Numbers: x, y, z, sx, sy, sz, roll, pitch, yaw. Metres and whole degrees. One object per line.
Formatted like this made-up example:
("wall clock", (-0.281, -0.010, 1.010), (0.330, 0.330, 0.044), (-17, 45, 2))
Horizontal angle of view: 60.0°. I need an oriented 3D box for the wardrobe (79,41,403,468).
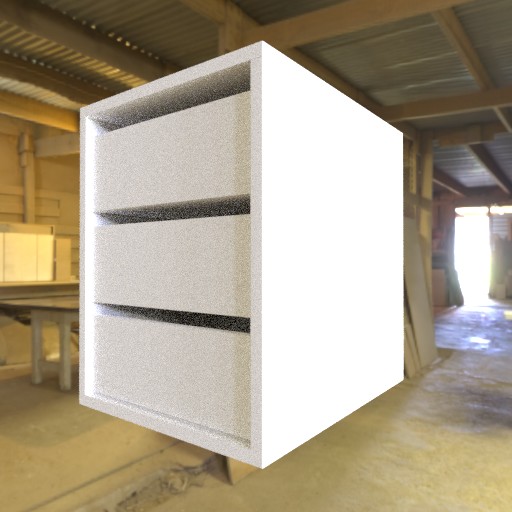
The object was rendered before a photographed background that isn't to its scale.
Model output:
("wardrobe", (0.000, 0.000, 0.857), (0.400, 0.520, 0.500), (0, -1, 37))
